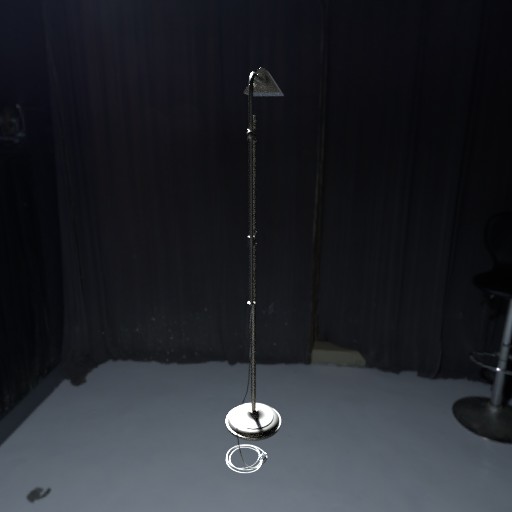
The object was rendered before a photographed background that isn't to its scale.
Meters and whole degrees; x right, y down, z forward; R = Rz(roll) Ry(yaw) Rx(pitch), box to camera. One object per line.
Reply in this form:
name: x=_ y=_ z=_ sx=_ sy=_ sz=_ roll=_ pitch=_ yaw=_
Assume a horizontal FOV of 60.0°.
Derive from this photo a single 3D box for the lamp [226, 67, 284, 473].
lamp: x=0.000 y=0.000 z=1.936 sx=0.256 sy=1.571 sz=0.813 roll=2 pitch=16 yaw=7
